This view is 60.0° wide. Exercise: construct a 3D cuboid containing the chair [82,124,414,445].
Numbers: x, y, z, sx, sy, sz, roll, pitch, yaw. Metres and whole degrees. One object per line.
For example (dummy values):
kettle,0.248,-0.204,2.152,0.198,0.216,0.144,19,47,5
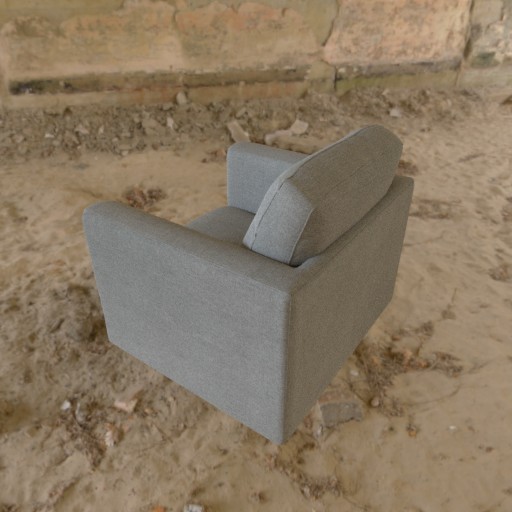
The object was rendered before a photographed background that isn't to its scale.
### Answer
chair,0.000,0.000,1.586,0.800,0.927,0.855,21,38,29
